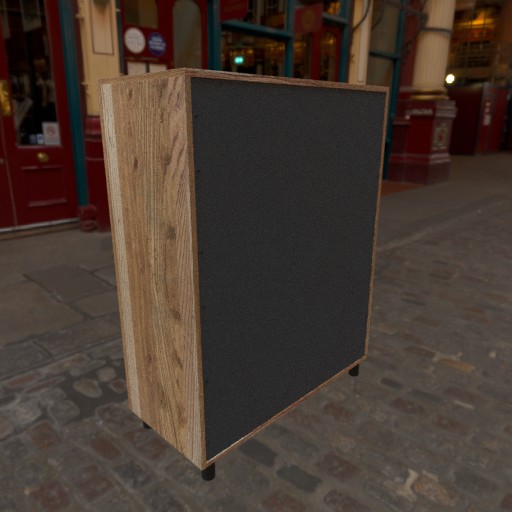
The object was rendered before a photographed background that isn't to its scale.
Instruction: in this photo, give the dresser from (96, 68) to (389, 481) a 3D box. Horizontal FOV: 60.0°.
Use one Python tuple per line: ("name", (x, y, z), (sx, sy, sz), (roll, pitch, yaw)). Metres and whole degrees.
("dresser", (0.000, 0.000, 1.715), (0.480, 1.243, 0.966), (16, 24, 42))
